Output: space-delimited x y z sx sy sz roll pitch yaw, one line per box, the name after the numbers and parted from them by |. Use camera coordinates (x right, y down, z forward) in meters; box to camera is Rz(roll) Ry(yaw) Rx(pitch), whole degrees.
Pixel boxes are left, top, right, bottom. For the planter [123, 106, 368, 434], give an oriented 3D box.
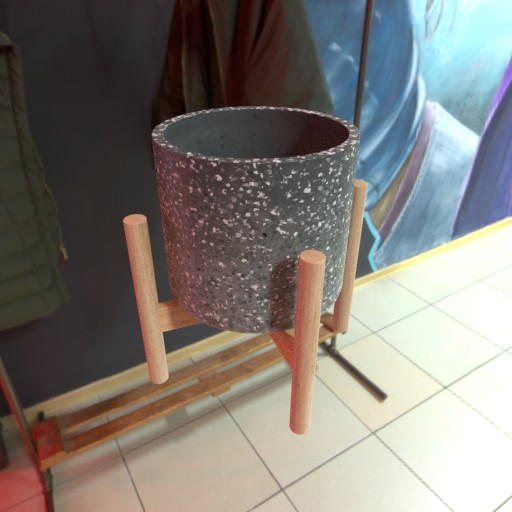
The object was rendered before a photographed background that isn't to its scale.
0.000 0.000 0.562 0.284 0.320 0.284 0 31 1 | planter
